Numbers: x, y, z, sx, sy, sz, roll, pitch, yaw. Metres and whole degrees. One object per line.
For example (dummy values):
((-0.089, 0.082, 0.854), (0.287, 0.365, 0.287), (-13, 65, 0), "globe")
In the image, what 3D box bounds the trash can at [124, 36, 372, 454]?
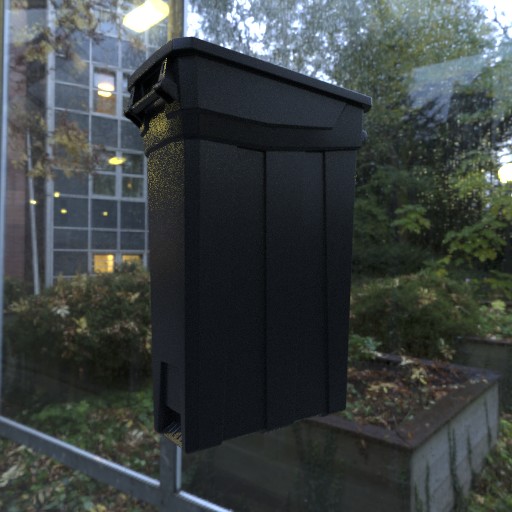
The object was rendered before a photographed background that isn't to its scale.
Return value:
((0.000, 0.000, 1.025), (0.559, 0.762, 0.281), (1, -2, -36), "trash can")
